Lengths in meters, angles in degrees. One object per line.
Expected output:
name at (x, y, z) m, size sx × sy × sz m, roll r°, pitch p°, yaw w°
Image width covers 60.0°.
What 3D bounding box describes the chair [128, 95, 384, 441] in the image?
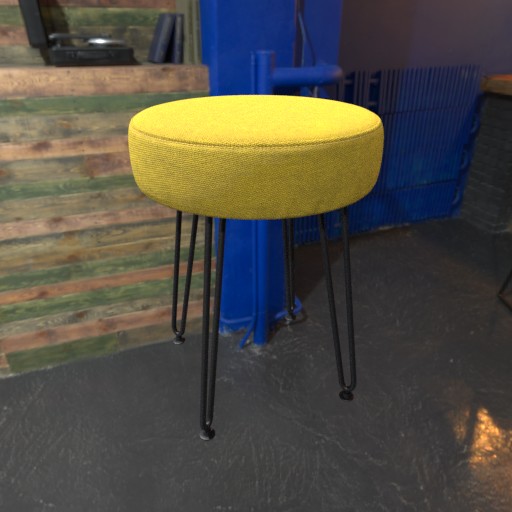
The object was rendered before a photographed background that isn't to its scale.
chair at (0.000, 0.000, 0.705) m, size 0.345 × 0.455 × 0.345 m, roll -9°, pitch 29°, yaw -17°
